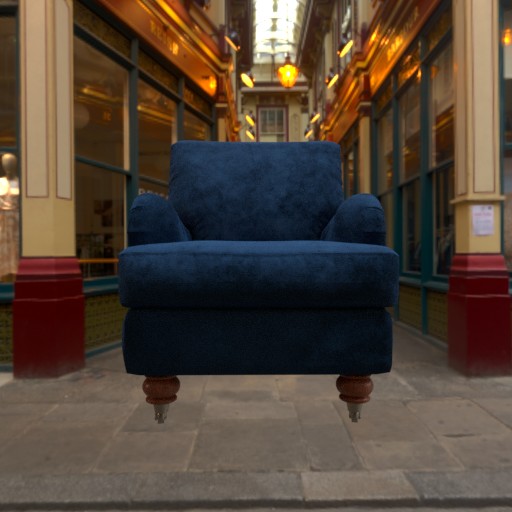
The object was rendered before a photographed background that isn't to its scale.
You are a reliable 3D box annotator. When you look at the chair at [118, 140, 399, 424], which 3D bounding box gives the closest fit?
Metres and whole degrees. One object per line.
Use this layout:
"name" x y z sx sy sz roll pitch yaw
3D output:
"chair" 0.000 0.000 1.845 0.895 1.076 1.078 0 1 -1
